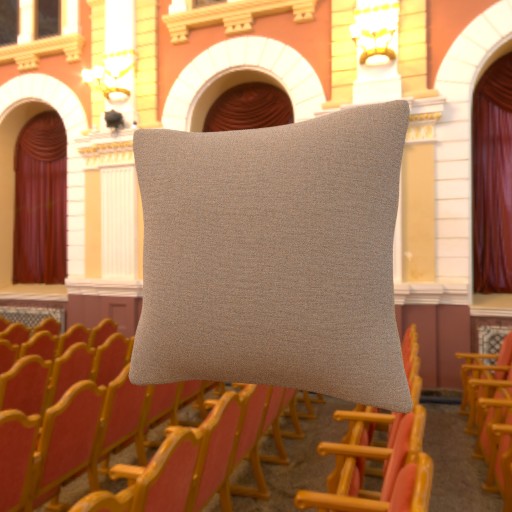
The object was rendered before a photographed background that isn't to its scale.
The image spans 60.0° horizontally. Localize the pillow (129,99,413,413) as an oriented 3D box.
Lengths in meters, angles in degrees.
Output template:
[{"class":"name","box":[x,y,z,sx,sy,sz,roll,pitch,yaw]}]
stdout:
[{"class":"pillow","box":[0.000,0.000,0.656,0.437,0.419,0.136,0,-1,19]}]
